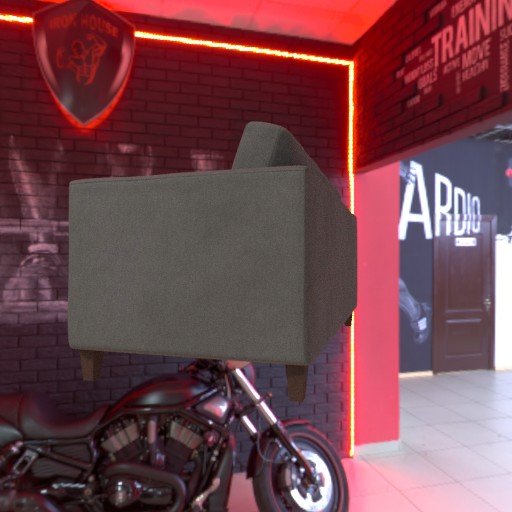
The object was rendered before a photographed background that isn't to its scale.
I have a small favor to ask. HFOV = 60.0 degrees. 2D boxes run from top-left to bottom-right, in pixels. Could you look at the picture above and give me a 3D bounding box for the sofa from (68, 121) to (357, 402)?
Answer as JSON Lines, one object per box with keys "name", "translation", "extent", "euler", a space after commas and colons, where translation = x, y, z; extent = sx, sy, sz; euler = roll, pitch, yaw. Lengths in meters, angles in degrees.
{"name": "sofa", "translation": [0.000, 0.000, 2.407], "extent": [0.950, 0.963, 1.884], "euler": [0, 0, 17]}
